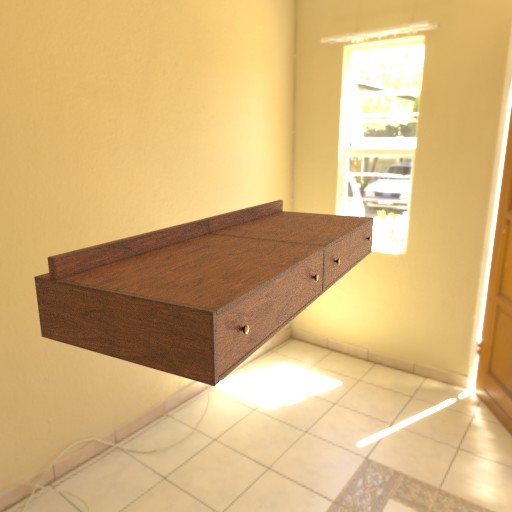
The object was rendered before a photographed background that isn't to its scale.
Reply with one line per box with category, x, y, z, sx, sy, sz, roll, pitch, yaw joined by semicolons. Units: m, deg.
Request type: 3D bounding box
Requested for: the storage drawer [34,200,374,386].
storage drawer;0.000;0.000;2.243;0.774;0.339;1.914;7;16;27
